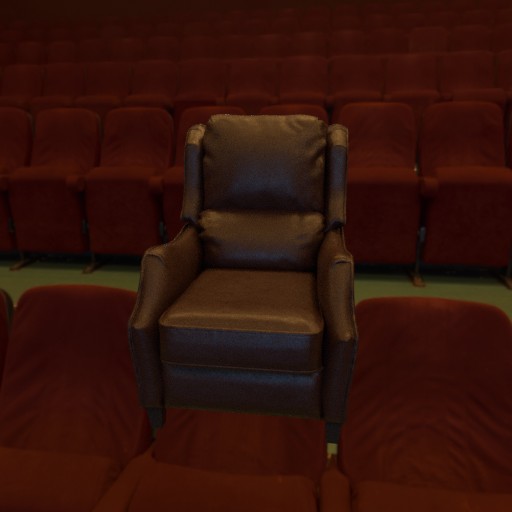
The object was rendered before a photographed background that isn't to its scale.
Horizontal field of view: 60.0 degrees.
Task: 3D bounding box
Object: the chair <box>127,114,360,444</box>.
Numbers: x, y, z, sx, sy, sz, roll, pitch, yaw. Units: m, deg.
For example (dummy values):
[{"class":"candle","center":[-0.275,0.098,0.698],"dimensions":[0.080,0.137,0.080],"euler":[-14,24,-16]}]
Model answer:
[{"class":"chair","center":[0.000,0.000,1.814],"dimensions":[0.770,1.132,0.982],"euler":[2,16,7]}]
